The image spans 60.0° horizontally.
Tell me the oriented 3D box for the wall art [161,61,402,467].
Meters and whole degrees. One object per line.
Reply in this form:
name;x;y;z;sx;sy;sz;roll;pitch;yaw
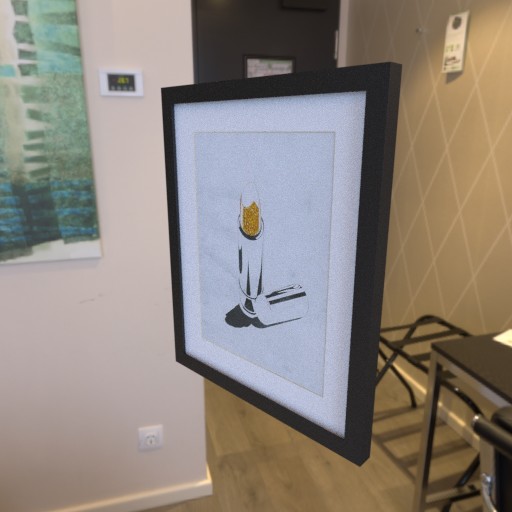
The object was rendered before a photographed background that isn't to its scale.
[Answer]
wall art;0.000;0.000;0.747;0.457;0.559;0.029;15;21;42
